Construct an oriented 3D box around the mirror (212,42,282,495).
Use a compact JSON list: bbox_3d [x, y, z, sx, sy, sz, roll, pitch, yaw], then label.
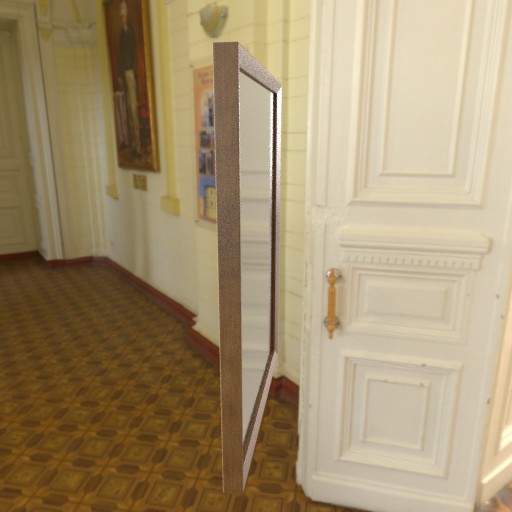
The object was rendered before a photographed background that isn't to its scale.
[{"bbox_3d":[0.000,0.000,0.907,0.039,0.711,0.508,3,16,9],"label":"mirror"}]
